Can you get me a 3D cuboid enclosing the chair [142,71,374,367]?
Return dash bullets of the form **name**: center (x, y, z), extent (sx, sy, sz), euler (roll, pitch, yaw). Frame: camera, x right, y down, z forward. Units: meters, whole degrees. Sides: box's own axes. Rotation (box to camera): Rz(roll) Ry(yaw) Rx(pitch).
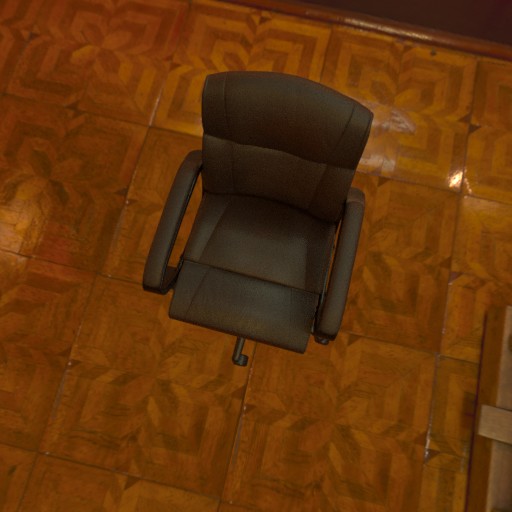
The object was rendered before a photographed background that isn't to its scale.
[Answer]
- **chair**: center (0.000, 0.000, 1.495), extent (0.739, 1.004, 0.717), euler (15, 76, 4)
